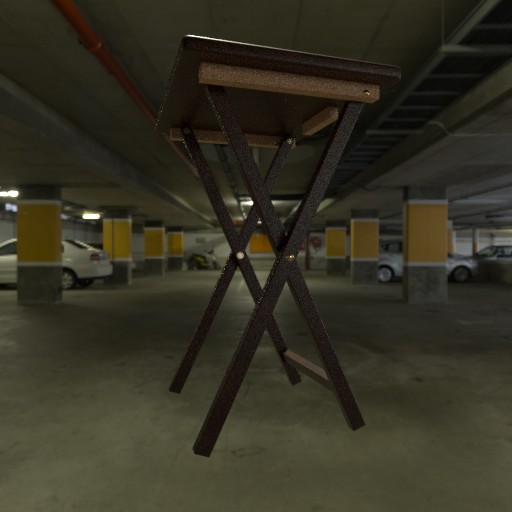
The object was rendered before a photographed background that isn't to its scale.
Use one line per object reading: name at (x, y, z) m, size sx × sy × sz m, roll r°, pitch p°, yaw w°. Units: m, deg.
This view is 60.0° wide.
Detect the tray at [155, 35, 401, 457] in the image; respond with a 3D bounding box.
tray at (0.000, 0.000, 0.942) m, size 0.381 × 0.660 × 0.483 m, roll 0°, pitch 1°, yaw -18°
